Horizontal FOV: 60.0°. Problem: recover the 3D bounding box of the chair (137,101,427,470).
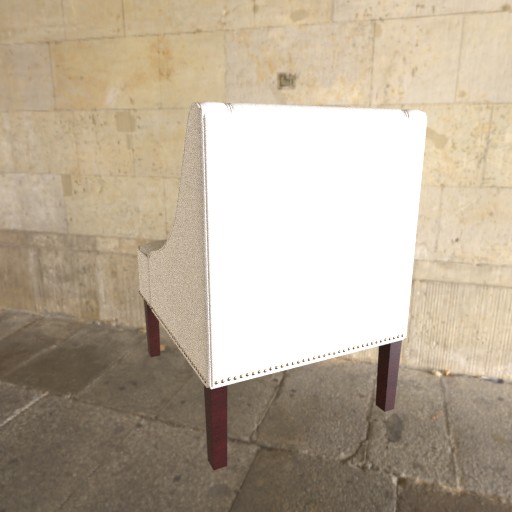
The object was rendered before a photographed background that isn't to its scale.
[{"bbox_3d":[0.000,0.000,1.420,0.628,0.872,0.748,-7,17,-25],"label":"chair"}]
